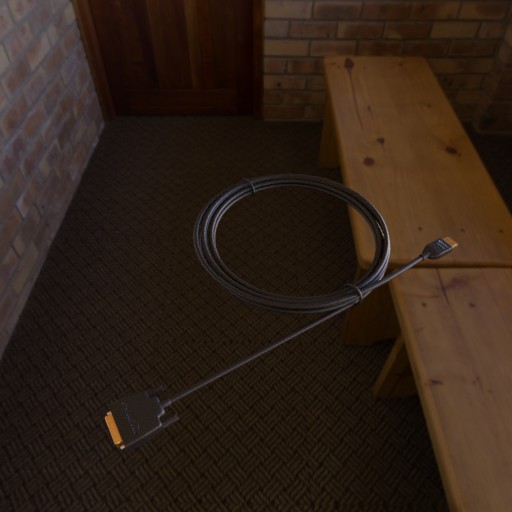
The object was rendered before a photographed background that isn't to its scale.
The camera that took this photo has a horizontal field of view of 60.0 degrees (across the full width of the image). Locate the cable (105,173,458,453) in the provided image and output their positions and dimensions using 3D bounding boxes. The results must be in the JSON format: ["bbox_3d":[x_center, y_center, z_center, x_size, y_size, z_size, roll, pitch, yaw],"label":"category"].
[{"bbox_3d":[0.000,0.000,0.512,0.422,0.030,0.257,-24,51,-21],"label":"cable"}]
